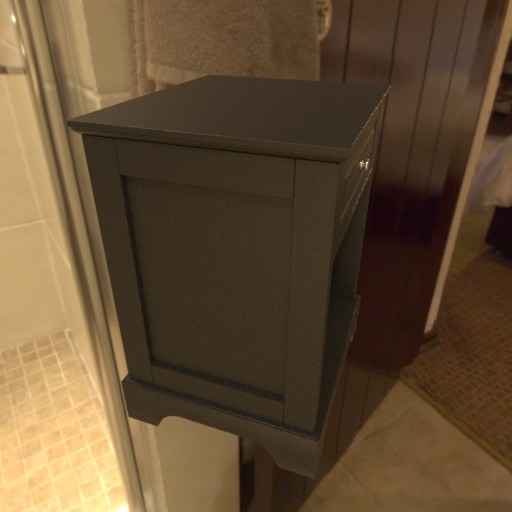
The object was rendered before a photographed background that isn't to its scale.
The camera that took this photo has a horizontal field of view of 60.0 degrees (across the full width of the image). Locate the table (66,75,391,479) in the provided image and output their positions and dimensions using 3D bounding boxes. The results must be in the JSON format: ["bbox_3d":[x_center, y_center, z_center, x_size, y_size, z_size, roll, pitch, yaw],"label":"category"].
[{"bbox_3d":[0.000,0.000,0.900,0.399,0.610,0.460,11,32,18],"label":"table"}]
